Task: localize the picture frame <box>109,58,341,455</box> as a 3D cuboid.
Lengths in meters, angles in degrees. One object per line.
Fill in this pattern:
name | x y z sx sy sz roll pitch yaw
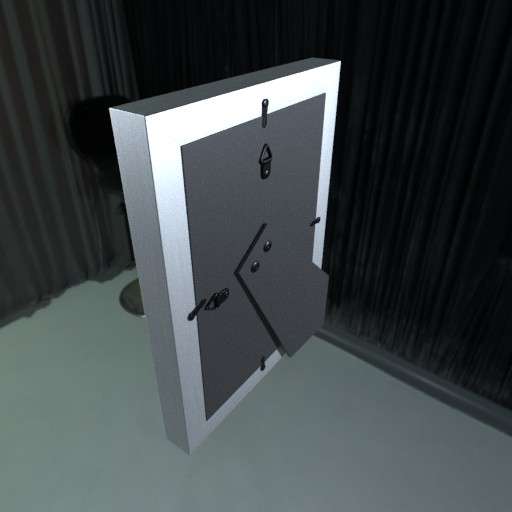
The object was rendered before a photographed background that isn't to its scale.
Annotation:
picture frame | 0.000 0.000 0.276 0.028 0.208 0.157 21 38 30
